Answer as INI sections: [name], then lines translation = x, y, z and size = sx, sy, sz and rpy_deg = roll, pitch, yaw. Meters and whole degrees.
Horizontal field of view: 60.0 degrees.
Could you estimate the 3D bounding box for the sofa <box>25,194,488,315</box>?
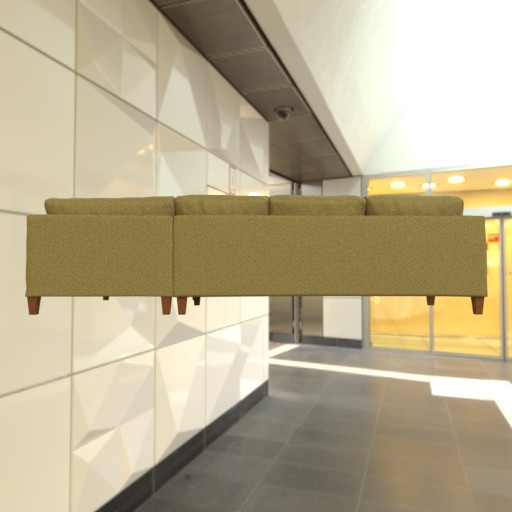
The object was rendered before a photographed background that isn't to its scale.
[sofa]
translation = 0.000, 0.000, 3.845
size = 3.186, 0.861, 1.625
rpy_deg = 0, -2, 0
